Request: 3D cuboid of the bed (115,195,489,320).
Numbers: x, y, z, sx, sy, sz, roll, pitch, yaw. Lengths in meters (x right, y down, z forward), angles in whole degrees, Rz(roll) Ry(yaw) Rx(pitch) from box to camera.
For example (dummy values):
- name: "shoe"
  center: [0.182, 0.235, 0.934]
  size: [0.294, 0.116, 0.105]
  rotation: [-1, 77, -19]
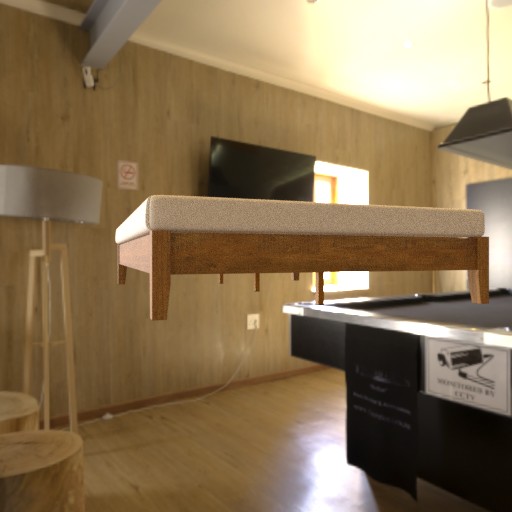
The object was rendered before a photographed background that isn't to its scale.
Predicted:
- name: "bed"
  center: [0.000, 0.000, 2.700]
  size: [1.536, 0.431, 2.016]
  rotation: [0, 0, -20]
